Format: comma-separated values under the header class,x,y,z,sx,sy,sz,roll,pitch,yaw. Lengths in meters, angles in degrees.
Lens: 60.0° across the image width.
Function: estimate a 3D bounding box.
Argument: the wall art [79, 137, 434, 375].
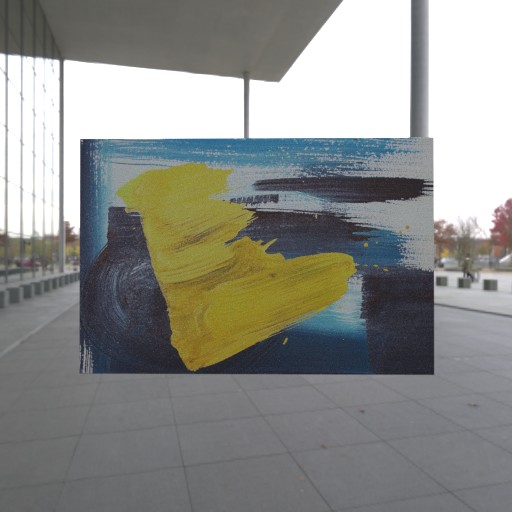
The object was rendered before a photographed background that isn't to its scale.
class,x,y,z,sx,sy,sz,roll,pitch,yaw
wall art,0.000,0.000,0.777,0.609,0.406,0.033,0,0,1
